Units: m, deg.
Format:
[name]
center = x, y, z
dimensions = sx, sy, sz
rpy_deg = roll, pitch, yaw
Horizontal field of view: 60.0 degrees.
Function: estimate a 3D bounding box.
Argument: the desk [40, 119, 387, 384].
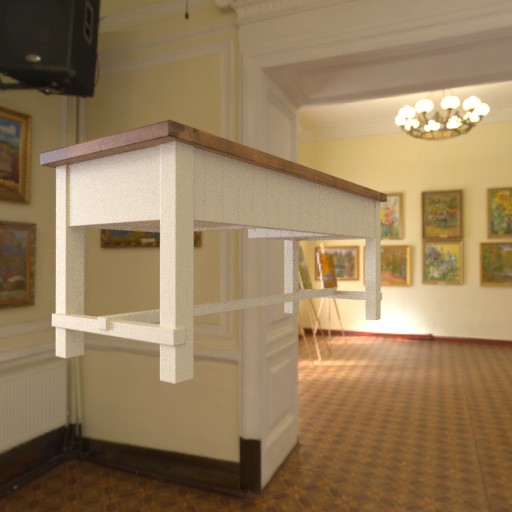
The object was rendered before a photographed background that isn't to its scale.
[desk]
center = 0.000, 0.000, 2.184
dimensions = 0.688, 0.762, 1.803
rpy_deg = 0, 0, 36
